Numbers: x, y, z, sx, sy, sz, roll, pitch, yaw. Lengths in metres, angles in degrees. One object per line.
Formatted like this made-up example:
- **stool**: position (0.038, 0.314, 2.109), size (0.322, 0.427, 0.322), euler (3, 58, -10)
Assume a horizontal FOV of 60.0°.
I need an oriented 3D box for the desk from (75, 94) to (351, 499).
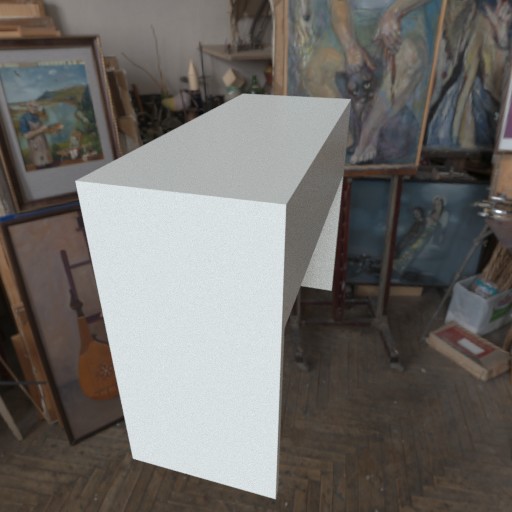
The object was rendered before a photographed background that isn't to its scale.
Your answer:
- **desk**: position (0.000, 0.000, 1.381), size (0.400, 0.790, 1.000), euler (8, 30, 14)
